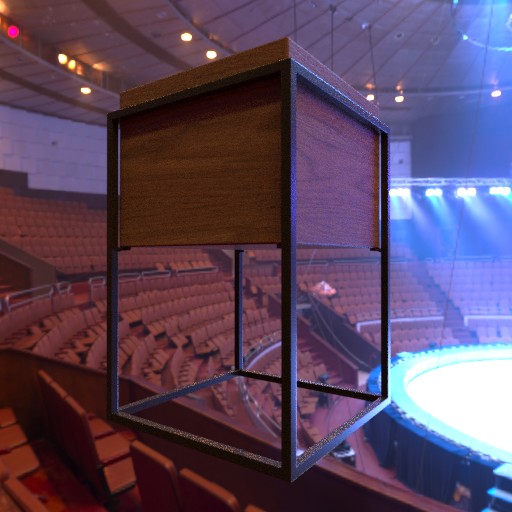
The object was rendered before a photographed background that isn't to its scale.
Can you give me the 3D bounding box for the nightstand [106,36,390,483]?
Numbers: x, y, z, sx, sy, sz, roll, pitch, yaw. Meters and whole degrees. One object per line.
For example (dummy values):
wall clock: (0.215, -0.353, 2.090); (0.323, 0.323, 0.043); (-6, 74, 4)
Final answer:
nightstand: (0.000, 0.000, 0.866); (0.397, 0.607, 0.397); (0, 0, 36)
